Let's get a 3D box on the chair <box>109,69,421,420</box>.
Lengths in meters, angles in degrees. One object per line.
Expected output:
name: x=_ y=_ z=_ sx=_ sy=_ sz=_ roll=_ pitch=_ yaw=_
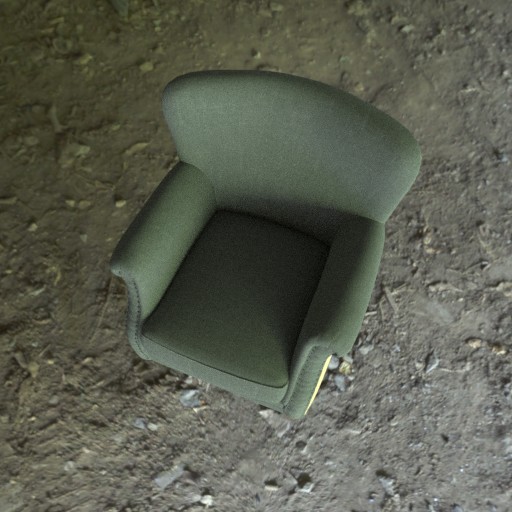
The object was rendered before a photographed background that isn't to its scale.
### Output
chair: x=0.000 y=0.000 z=1.635 sx=0.861 sy=0.936 sz=0.921 roll=19 pitch=61 yaw=11
